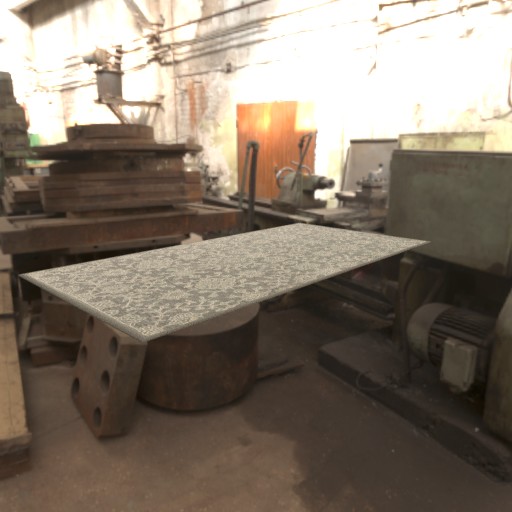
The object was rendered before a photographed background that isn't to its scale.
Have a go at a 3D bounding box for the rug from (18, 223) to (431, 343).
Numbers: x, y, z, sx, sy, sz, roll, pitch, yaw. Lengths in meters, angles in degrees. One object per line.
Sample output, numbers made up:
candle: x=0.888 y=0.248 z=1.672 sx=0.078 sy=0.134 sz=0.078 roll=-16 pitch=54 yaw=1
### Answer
rug: x=0.000 y=0.000 z=3.550 sx=1.546 sy=0.011 sz=3.048 roll=13 pitch=18 yaw=43
